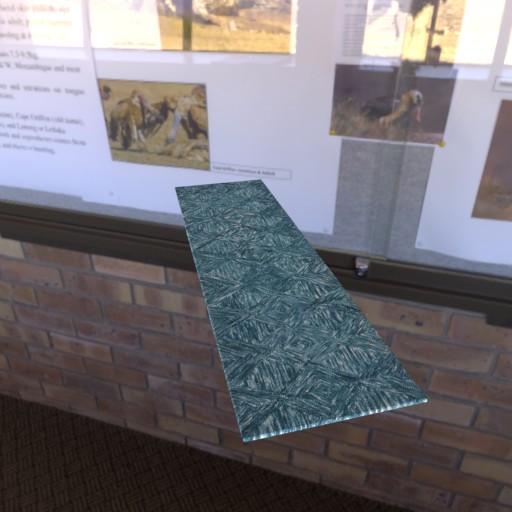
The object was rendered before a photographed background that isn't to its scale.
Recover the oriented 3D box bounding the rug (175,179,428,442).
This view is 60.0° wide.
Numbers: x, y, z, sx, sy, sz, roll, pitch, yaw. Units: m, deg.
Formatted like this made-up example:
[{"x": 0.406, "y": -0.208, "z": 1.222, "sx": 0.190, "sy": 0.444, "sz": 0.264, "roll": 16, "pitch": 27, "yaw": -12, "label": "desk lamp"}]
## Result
[{"x": 0.000, "y": 0.000, "z": 2.458, "sx": 0.676, "sy": 0.016, "sz": 2.286, "roll": -7, "pitch": 31, "yaw": -12, "label": "rug"}]
